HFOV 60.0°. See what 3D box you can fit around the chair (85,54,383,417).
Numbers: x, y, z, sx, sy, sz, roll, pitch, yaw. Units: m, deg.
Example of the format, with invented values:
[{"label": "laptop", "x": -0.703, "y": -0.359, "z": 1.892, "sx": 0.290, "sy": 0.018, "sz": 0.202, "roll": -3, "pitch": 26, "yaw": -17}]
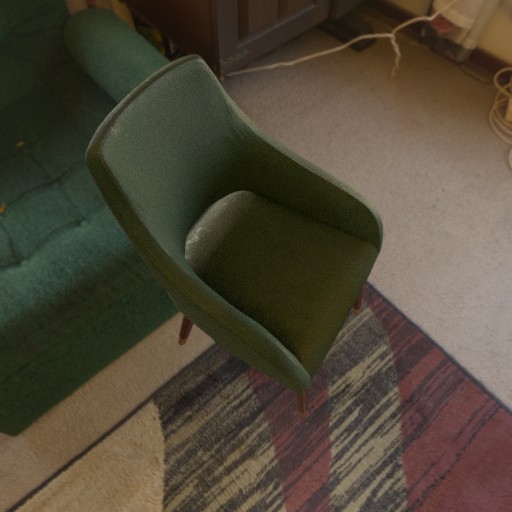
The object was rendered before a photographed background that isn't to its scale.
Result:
[{"label": "chair", "x": 0.000, "y": 0.000, "z": 1.558, "sx": 0.794, "sy": 1.081, "sz": 0.683, "roll": 27, "pitch": 63, "yaw": 16}]
